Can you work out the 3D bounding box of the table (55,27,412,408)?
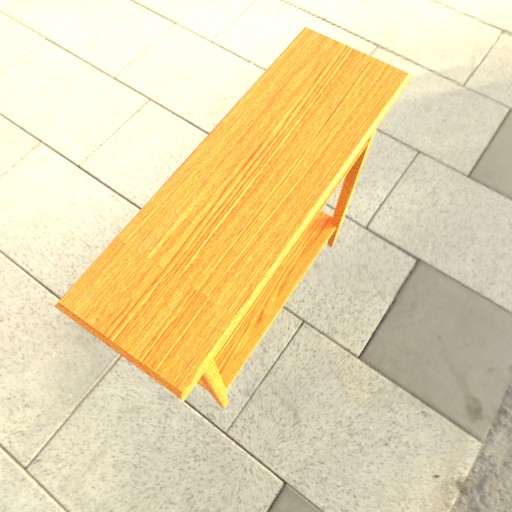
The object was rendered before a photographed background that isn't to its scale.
[{"bbox_3d":[0.000,0.000,1.116,0.254,0.711,0.762,31,69,13],"label":"table"}]
